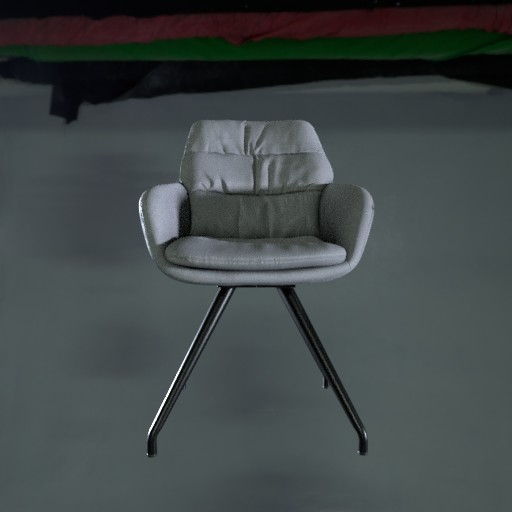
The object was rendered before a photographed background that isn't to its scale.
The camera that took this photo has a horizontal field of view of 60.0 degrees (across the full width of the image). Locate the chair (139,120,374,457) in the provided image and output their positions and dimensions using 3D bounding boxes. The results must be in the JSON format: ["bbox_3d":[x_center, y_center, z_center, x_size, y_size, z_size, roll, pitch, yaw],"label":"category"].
[{"bbox_3d":[0.000,0.000,1.249,0.579,0.888,0.569,0,1,-1],"label":"chair"}]
